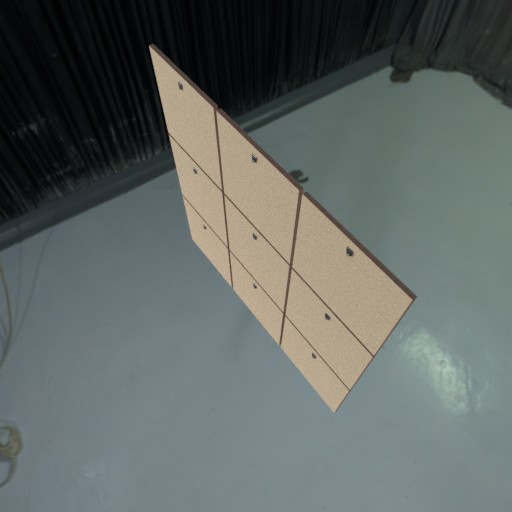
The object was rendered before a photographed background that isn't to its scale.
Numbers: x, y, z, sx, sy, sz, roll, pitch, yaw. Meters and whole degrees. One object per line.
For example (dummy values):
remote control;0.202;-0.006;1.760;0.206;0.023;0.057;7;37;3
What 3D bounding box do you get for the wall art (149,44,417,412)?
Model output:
wall art;0.000;0.000;1.341;0.018;0.904;0.906;-33;64;-18
